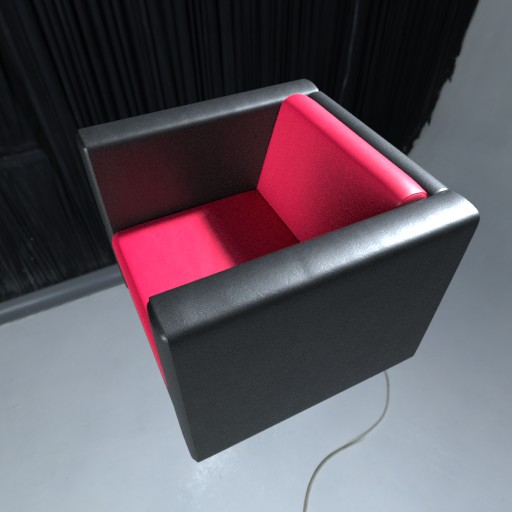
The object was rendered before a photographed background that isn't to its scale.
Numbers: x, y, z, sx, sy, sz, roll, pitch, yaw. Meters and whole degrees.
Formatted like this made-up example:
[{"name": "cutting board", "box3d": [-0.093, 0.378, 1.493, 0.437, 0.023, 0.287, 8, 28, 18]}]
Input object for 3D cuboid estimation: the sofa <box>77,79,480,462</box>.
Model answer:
[{"name": "sofa", "box3d": [0.000, 0.000, 1.428, 0.809, 0.724, 0.839, -20, 49, -18]}]
